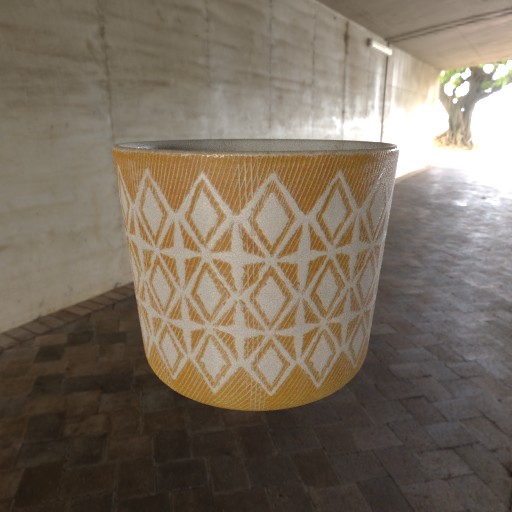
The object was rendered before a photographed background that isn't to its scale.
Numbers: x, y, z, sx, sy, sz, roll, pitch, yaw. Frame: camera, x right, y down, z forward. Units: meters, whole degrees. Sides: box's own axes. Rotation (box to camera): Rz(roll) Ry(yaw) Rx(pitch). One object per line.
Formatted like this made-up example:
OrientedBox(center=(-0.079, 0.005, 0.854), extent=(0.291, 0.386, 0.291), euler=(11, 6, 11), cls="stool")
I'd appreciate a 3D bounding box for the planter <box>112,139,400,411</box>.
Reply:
OrientedBox(center=(0.000, 0.000, 0.334), extent=(0.193, 0.165, 0.193), euler=(0, 17, 0), cls="planter")
